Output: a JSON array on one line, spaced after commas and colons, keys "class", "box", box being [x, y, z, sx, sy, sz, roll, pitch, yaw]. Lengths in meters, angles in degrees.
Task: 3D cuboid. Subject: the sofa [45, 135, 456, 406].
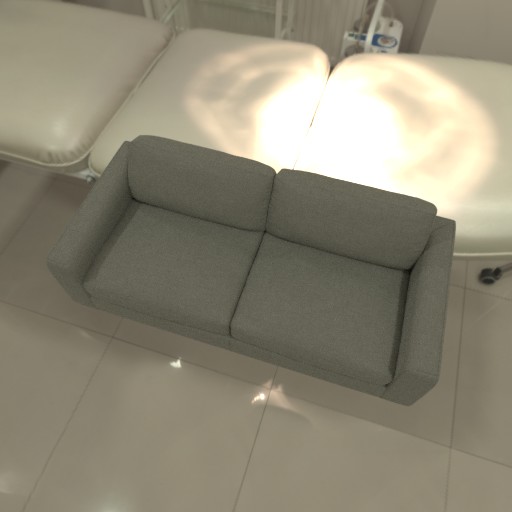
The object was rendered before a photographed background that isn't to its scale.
[{"class": "sofa", "box": [0.000, 0.000, 2.738, 2.262, 0.801, 1.070, 15, 60, 9]}]
